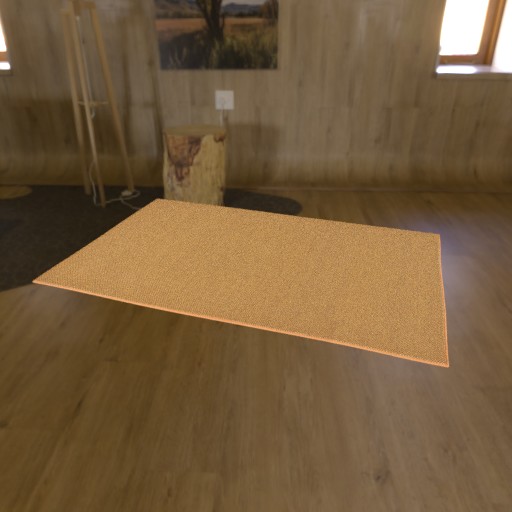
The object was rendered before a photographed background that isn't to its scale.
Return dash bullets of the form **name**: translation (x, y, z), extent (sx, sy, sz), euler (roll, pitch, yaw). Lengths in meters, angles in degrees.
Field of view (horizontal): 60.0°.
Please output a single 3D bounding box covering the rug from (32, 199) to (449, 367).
- **rug**: translation (0.000, 0.000, 2.115), extent (1.678, 0.013, 1.078), euler (9, 29, 16)
